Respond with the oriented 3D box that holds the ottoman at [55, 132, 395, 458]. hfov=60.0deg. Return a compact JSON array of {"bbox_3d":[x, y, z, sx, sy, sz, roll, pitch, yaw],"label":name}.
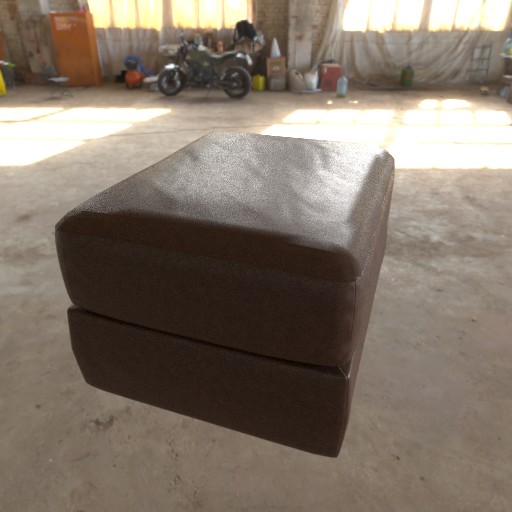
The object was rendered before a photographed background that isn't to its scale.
[{"bbox_3d":[0.000,0.000,1.122,0.603,0.476,0.751,10,31,17],"label":"ottoman"}]
